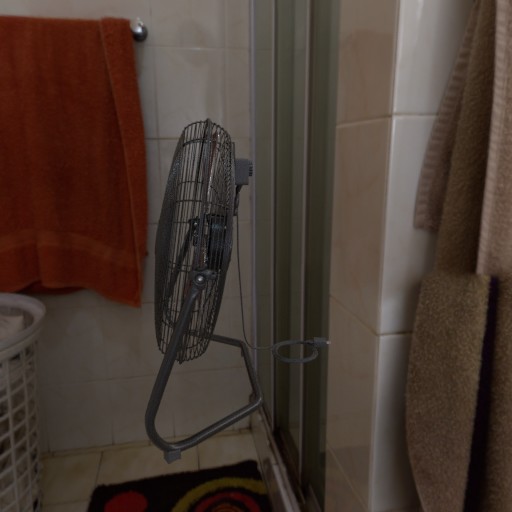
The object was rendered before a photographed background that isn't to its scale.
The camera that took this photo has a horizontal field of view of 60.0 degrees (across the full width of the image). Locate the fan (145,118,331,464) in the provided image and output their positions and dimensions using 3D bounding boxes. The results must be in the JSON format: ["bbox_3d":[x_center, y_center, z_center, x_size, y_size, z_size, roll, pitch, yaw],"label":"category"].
[{"bbox_3d":[0.000,0.000,0.921,0.424,0.546,0.555,-2,14,-8],"label":"fan"}]
